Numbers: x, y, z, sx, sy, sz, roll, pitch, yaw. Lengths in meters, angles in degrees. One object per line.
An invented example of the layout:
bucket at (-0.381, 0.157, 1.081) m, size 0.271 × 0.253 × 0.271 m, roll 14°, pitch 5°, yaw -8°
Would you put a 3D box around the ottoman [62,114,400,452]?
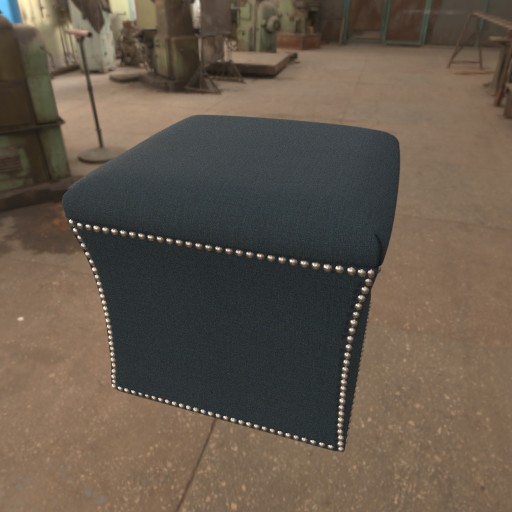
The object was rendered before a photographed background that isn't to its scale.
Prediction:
ottoman at (0.000, 0.000, 0.911) m, size 0.507 × 0.475 × 0.497 m, roll 10°, pitch 33°, yaw 15°
